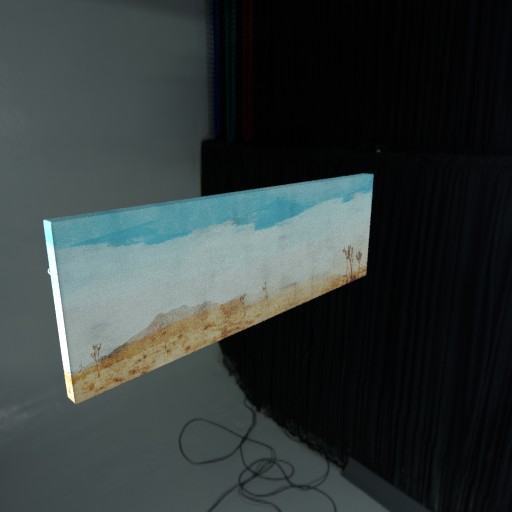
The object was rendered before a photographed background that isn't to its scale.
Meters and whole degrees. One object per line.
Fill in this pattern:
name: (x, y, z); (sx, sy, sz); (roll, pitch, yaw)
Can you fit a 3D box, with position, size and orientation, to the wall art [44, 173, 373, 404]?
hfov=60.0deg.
wall art: (0.000, 0.000, 0.843); (0.044, 0.254, 0.759); (15, 22, 42)
